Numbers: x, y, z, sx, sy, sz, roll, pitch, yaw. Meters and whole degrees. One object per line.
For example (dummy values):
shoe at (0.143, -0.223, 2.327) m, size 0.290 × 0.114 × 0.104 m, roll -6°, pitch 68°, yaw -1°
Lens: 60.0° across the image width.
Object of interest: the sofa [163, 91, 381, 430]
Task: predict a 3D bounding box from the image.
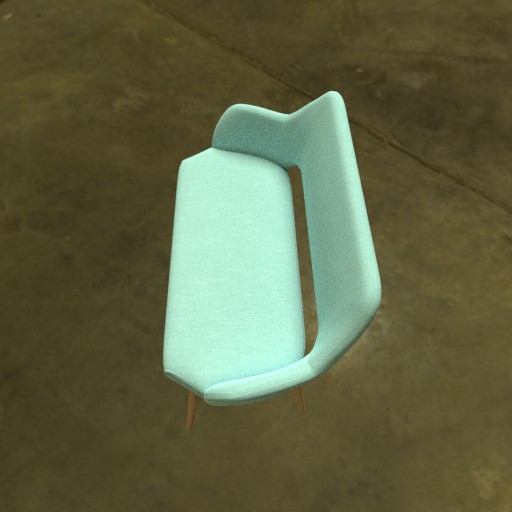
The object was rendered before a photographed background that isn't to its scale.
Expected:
sofa at (0.000, 0.000, 1.631) m, size 0.610 × 0.840 × 1.150 m, roll -1°, pitch 58°, yaw -1°
